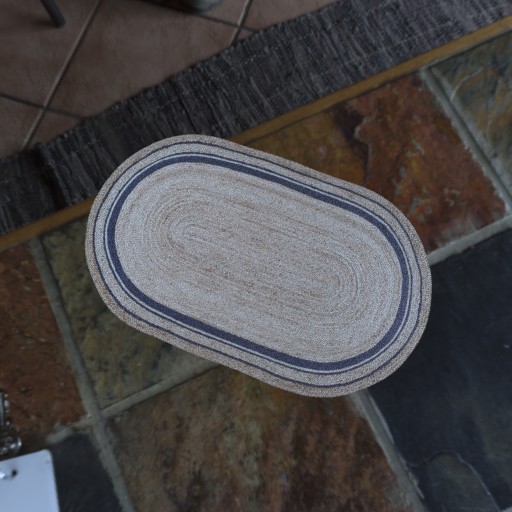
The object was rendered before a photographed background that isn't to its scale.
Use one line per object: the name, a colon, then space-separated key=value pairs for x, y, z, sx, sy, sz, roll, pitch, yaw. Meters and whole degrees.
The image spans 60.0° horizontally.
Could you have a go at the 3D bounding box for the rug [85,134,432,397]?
rug: x=0.000 y=0.000 z=3.045 sx=2.432 sy=0.006 sz=1.520 roll=20 pitch=76 yaw=5
